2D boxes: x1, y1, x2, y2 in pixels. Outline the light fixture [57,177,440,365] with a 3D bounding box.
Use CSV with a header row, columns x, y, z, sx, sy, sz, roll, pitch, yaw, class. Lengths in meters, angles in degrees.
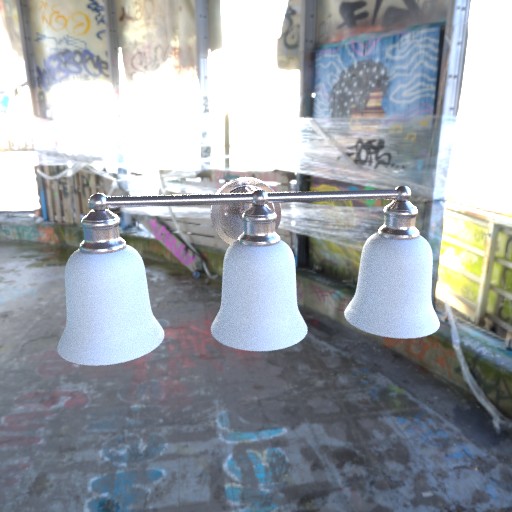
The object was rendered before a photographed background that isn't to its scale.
x,y,z,sx,sy,sz,roll,pitch,yaw,class
0.000,0.000,0.664,0.570,0.211,0.198,-3,17,-10,light fixture
